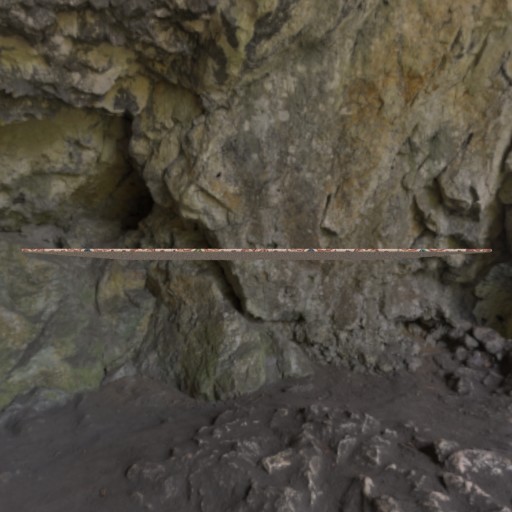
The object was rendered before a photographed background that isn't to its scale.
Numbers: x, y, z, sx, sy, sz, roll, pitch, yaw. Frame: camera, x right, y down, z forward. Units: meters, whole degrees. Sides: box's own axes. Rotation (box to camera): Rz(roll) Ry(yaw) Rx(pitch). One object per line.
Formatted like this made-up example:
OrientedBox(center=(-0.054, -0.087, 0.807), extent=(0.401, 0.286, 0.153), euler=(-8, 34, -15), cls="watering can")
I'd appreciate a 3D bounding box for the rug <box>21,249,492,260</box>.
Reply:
OrientedBox(center=(0.000, 0.000, 4.236), extent=(3.215, 0.020, 2.446), euler=(0, -2, 0), cls="rug")
